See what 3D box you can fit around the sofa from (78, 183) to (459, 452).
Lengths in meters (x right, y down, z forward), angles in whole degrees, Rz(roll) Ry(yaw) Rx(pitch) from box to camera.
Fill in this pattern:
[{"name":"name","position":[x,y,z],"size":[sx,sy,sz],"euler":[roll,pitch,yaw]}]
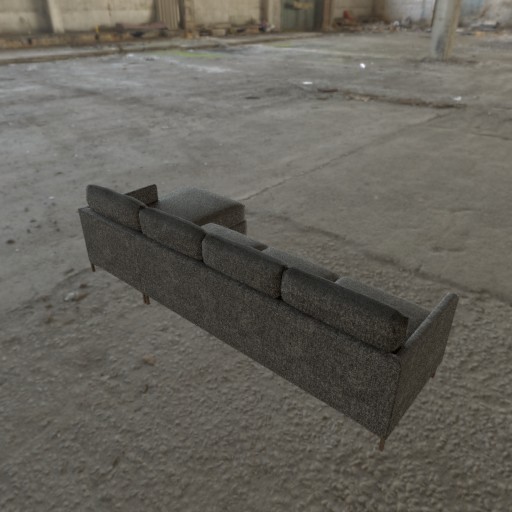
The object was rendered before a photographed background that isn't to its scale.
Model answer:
[{"name":"sofa","position":[0.000,0.000,3.990],"size":[3.384,0.970,1.488],"euler":[23,37,35]}]
